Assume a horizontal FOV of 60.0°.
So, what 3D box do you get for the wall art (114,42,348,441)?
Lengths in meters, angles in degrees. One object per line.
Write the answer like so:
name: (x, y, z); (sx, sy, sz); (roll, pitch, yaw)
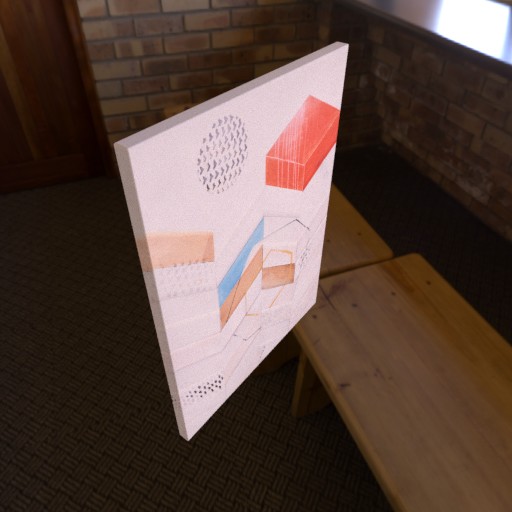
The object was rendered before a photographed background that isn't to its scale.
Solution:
wall art: (0.000, 0.000, 1.308); (0.045, 1.014, 0.759); (27, 48, 28)
